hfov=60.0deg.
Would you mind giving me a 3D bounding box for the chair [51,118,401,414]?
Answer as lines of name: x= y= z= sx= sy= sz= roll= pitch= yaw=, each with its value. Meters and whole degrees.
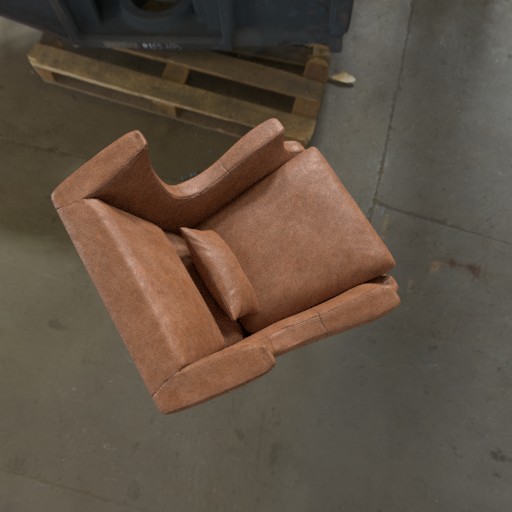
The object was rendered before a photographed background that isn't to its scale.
chair: x=0.000 y=0.000 z=1.656 sx=0.926 sy=1.016 sz=0.853 roll=-30 pitch=77 yaw=-7
